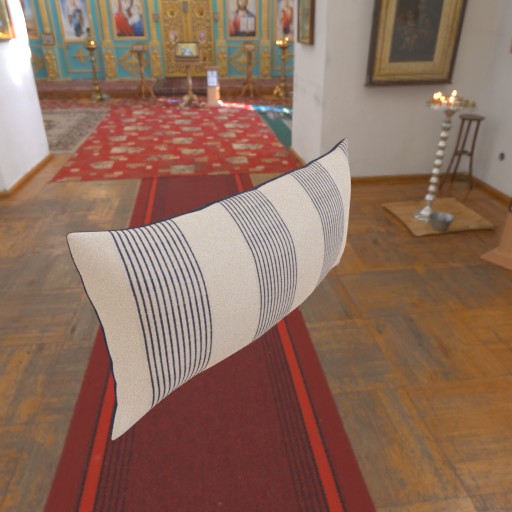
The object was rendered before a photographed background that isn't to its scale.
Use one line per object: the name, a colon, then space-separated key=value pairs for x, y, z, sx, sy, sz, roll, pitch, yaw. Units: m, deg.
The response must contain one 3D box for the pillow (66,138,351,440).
pillow: x=0.000 y=0.000 z=0.719 sx=0.151 sy=0.287 sz=0.610 roll=19 pitch=32 yaw=33
